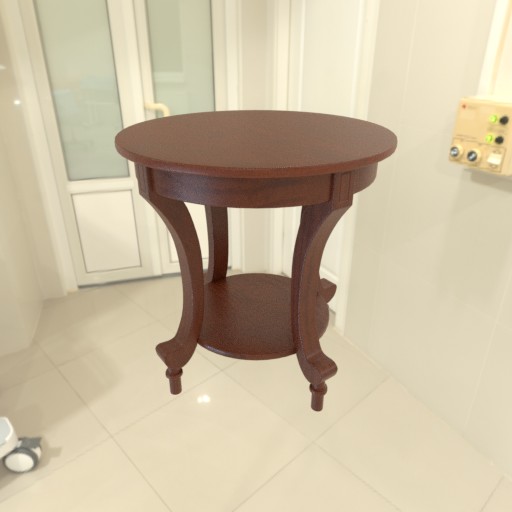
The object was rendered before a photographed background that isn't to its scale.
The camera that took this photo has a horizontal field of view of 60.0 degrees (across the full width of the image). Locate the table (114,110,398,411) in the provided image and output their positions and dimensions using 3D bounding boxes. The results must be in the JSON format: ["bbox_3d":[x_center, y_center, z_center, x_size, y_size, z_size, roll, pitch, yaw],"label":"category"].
[{"bbox_3d":[0.000,0.000,1.107,0.597,0.612,0.597,0,27,0],"label":"table"}]
